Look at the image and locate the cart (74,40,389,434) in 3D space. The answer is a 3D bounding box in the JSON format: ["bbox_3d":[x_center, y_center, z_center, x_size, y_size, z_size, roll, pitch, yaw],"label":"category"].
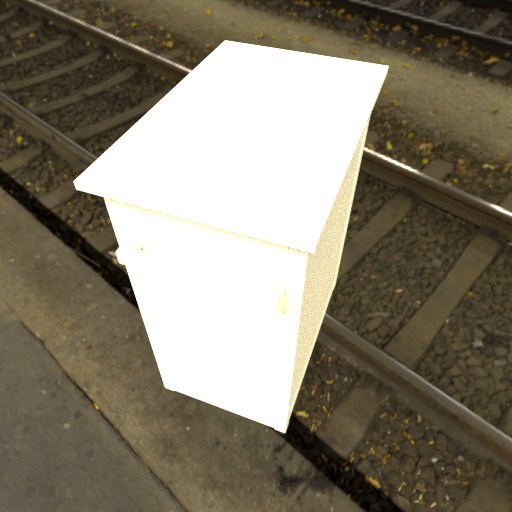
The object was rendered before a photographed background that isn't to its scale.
[{"bbox_3d":[0.000,0.000,1.249,0.442,0.864,0.683,16,49,14],"label":"cart"}]
